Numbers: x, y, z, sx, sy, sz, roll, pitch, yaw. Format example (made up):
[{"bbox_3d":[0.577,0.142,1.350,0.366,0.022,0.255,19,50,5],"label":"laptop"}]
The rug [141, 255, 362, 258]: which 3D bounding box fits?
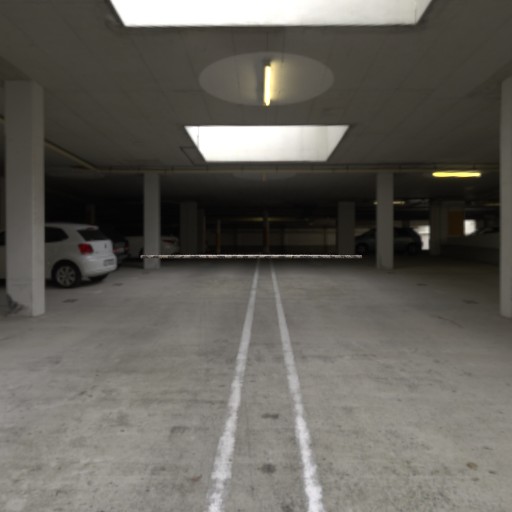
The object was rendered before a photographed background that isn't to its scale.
[{"bbox_3d":[0.000,0.000,2.474,0.676,0.008,2.277,0,0,1],"label":"rug"}]
